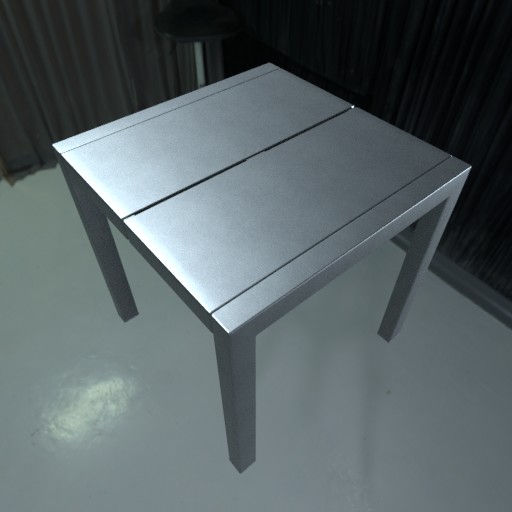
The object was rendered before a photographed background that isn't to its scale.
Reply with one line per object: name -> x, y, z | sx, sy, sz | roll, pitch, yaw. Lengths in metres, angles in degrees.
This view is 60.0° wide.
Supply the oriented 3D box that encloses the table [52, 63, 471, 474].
table -> 0.000, 0.000, 0.938 | 0.508, 0.508, 0.508 | -32, 55, -26
